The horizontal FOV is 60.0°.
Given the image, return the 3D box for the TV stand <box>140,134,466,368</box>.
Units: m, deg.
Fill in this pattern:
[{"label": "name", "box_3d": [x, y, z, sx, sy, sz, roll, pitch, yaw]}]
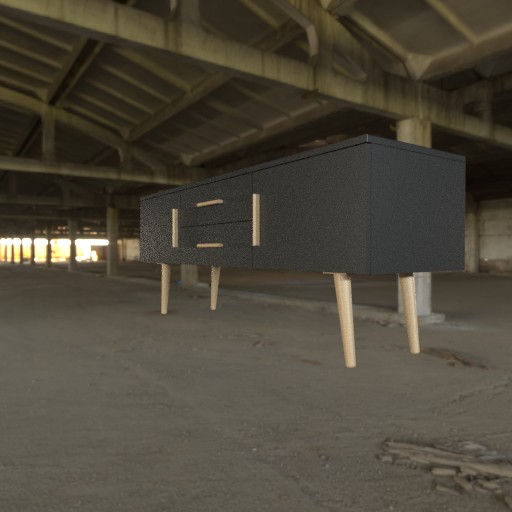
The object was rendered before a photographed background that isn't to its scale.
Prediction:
[{"label": "TV stand", "box_3d": [0.000, 0.000, 1.557, 0.390, 0.518, 1.312, 0, 1, -35]}]
